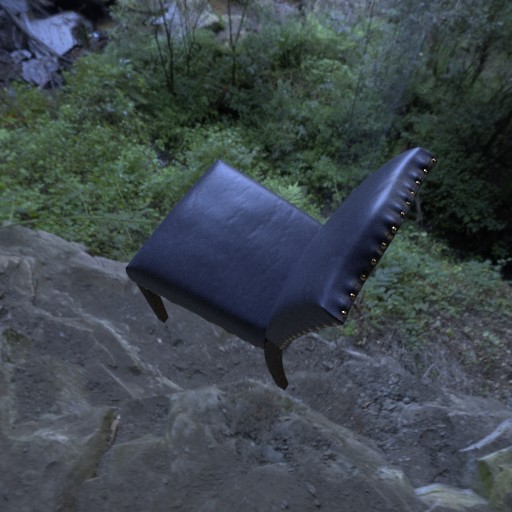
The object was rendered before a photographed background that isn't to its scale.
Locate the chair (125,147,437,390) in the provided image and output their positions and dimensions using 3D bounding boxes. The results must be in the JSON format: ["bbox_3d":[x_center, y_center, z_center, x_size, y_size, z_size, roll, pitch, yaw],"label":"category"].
[{"bbox_3d":[0.000,0.000,1.324,0.633,0.991,0.500,30,68,14],"label":"chair"}]
